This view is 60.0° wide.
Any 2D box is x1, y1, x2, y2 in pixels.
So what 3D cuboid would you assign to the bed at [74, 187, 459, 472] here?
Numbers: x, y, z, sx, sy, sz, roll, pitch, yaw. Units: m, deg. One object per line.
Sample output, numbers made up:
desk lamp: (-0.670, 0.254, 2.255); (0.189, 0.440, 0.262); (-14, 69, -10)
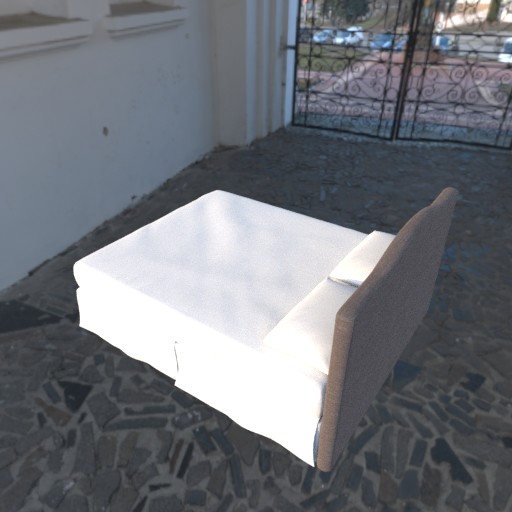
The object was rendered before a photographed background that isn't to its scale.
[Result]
bed: (0.000, 0.000, 3.951); (2.689, 1.457, 2.161); (21, 37, 30)
